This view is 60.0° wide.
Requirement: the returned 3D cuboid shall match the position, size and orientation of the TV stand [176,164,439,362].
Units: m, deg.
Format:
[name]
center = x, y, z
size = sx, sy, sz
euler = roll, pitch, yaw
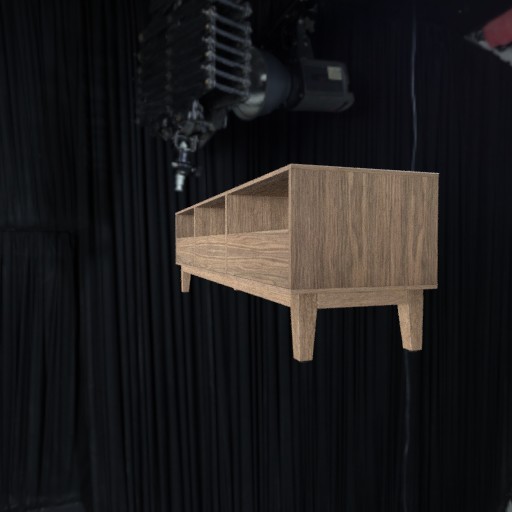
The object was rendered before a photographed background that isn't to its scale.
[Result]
[TV stand]
center = 0.000, 0.000, 1.653
size = 0.366, 0.409, 1.482
euler = -1, 2, -19
